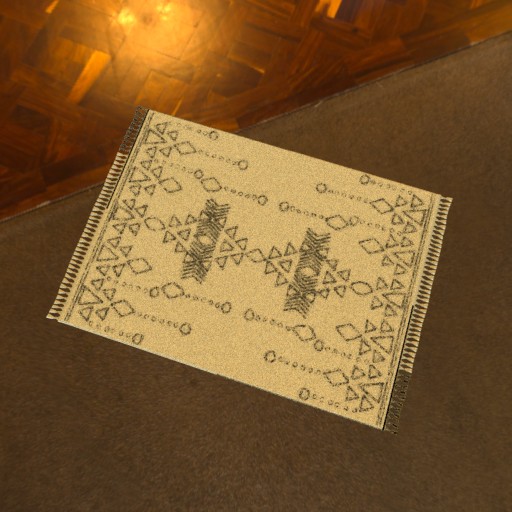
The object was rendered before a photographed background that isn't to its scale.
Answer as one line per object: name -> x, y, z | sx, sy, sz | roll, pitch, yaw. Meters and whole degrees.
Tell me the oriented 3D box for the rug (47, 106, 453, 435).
rug -> 0.000, 0.000, 2.941 | 2.312, 0.013, 1.600 | 17, 77, 4
